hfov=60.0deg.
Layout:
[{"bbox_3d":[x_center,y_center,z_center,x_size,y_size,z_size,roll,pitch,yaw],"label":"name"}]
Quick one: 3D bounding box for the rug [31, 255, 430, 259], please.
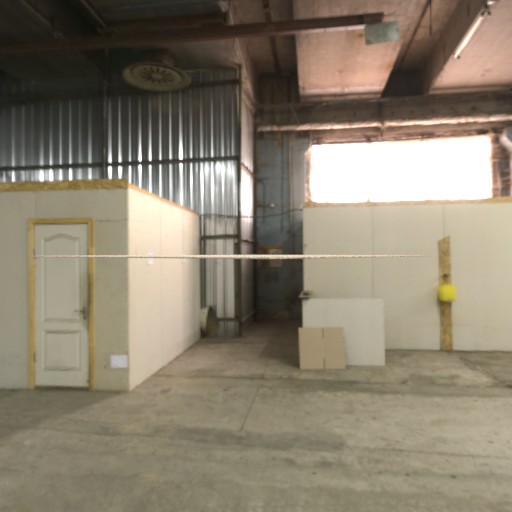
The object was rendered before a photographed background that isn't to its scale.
[{"bbox_3d":[0.000,0.000,4.026,2.313,0.009,2.939,0,0,36],"label":"rug"}]
